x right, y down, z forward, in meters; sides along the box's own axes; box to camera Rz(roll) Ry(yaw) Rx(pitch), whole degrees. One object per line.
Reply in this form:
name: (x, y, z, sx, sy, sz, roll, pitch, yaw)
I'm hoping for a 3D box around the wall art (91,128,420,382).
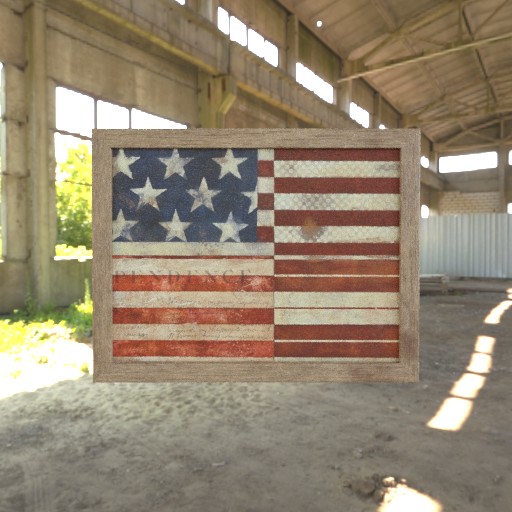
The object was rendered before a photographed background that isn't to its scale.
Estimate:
wall art: (0.000, 0.000, 0.944, 0.690, 0.535, 0.026, 0, 1, 0)
